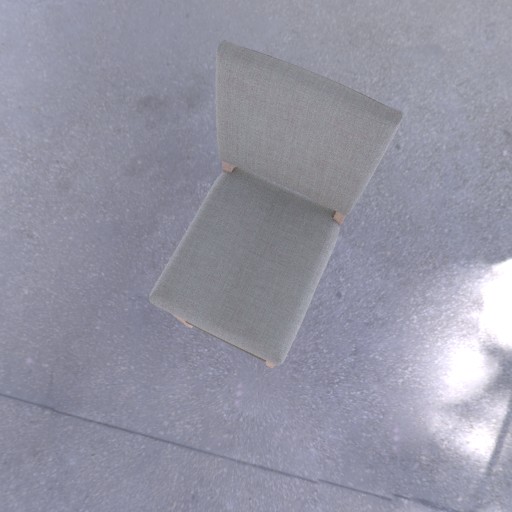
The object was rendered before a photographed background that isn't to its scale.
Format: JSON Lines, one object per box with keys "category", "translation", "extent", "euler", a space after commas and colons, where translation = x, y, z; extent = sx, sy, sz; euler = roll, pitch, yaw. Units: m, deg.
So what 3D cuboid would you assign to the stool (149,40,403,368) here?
{"category": "stool", "translation": [0.000, 0.000, 1.458], "extent": [0.445, 1.173, 0.585], "euler": [25, 76, 7]}
